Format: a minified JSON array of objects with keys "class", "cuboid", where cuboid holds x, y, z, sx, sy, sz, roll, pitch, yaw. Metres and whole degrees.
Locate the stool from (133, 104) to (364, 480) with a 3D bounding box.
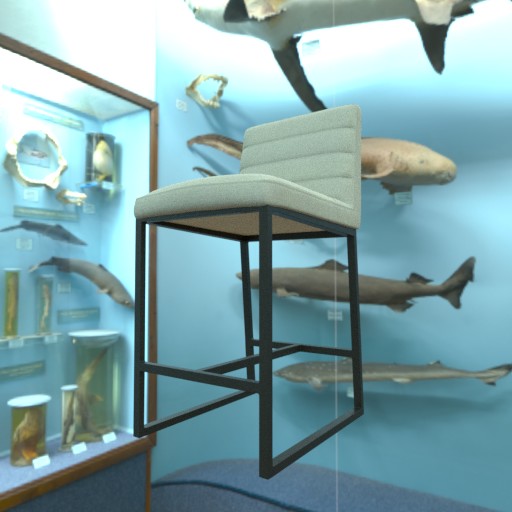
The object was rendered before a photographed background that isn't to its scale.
[{"class":"stool","cuboid":[0.000,0.000,1.291,0.459,0.971,0.567,-2,-3,35]}]
